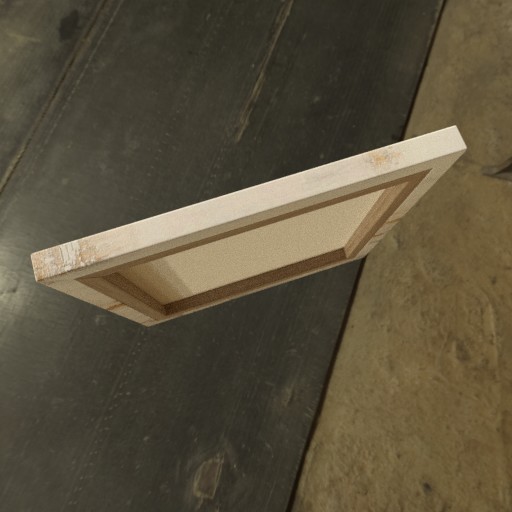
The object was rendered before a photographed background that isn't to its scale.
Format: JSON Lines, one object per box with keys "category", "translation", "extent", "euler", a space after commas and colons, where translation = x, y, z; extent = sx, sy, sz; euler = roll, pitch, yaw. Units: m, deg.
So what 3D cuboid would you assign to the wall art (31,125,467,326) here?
{"category": "wall art", "translation": [0.000, 0.000, 0.897], "extent": [0.611, 0.613, 0.040], "euler": [-17, 76, -4]}
